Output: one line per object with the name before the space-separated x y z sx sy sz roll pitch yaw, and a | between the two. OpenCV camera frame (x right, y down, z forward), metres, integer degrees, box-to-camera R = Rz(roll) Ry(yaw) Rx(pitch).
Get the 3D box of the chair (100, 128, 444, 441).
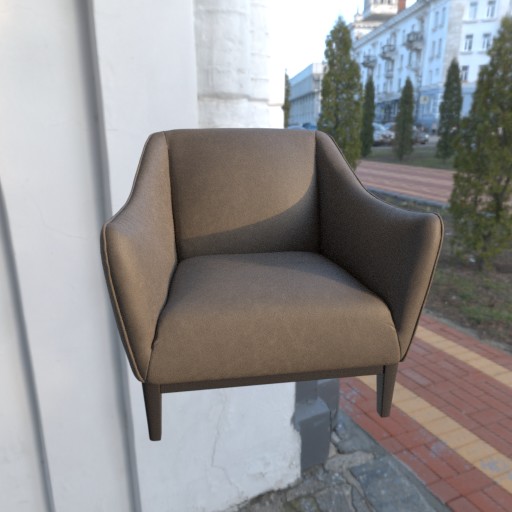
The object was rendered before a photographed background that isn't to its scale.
chair | 0.000 0.000 1.506 0.871 0.830 0.852 -3 17 -8
